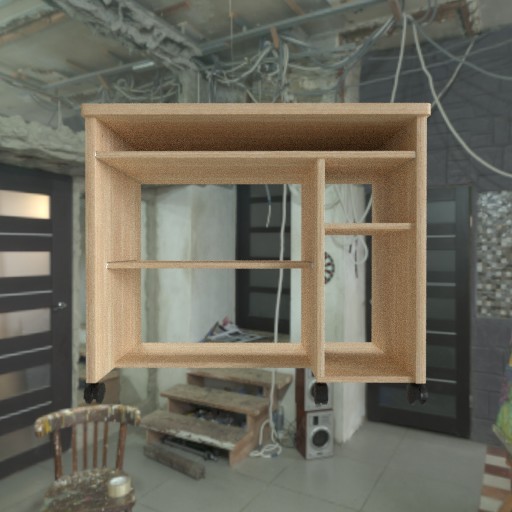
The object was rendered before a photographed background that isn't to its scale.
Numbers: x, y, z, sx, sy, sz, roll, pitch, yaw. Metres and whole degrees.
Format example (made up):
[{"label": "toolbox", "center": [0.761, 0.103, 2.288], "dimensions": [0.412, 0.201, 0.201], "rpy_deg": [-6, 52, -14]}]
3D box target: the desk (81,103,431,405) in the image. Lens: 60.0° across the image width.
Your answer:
[{"label": "desk", "center": [0.000, 0.000, 1.354], "dimensions": [0.884, 0.770, 0.480], "rpy_deg": [0, 1, 0]}]
